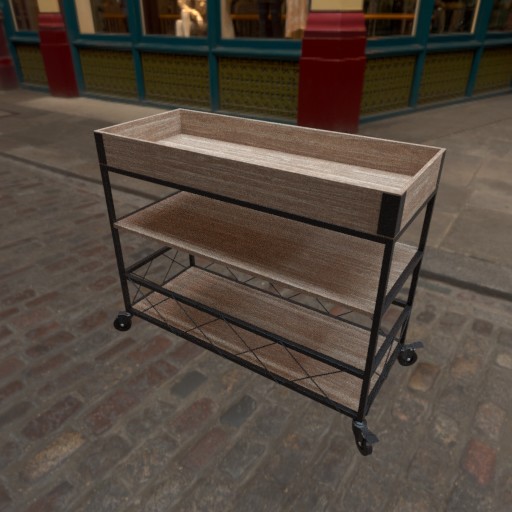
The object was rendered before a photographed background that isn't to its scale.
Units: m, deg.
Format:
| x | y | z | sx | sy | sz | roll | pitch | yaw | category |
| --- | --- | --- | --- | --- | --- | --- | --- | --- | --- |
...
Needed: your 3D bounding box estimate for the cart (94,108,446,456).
| x | y | z | sx | sy | sz | roll | pitch | yaw | category |
| --- | --- | --- | --- | --- | --- | --- | --- | --- | --- |
| 0.000 | 0.000 | 1.488 | 1.101 | 0.787 | 0.500 | 18 | 34 | 28 | cart |
